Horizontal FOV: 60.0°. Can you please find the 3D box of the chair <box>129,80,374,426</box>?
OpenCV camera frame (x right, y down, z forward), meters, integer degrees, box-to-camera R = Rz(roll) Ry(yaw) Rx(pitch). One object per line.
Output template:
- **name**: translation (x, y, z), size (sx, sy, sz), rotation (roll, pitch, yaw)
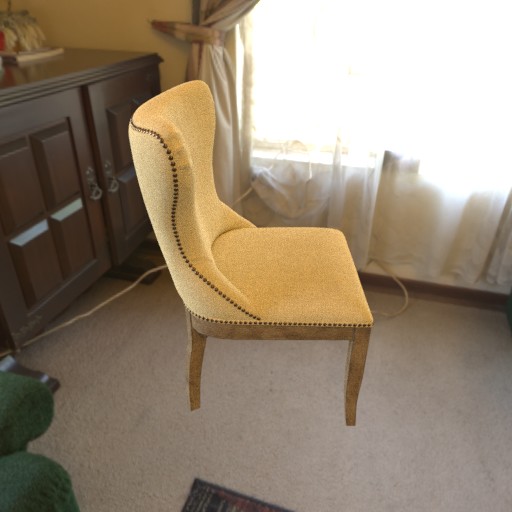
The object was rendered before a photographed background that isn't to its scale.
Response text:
- **chair**: translation (0.000, 0.000, 1.461), size (0.681, 1.002, 0.654), rotation (0, 31, 1)
